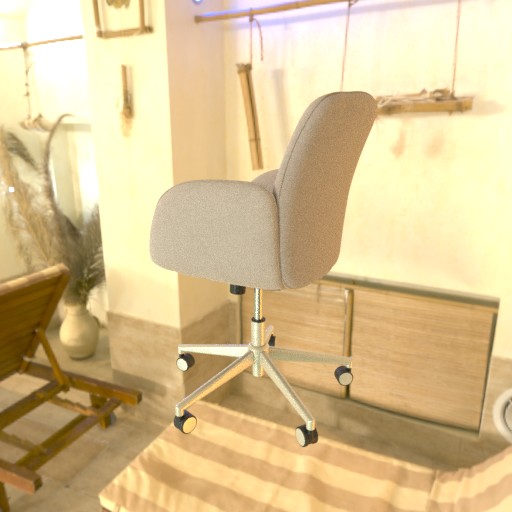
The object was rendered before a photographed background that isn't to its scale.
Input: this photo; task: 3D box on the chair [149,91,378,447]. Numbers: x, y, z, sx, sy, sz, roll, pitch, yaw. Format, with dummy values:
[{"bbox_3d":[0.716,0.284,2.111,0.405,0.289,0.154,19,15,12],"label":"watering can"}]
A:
[{"bbox_3d":[0.000,0.000,1.409,0.654,0.959,0.648,8,17,26],"label":"chair"}]
